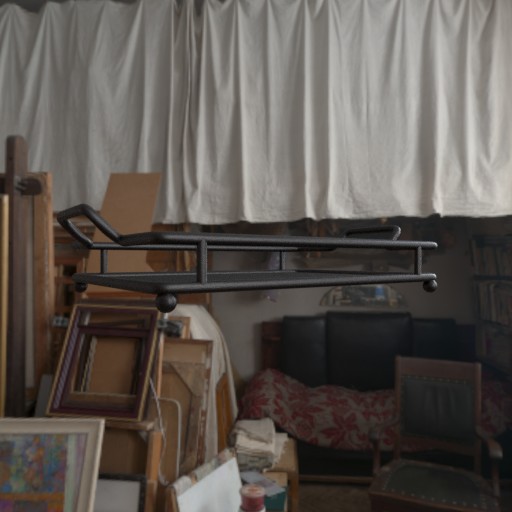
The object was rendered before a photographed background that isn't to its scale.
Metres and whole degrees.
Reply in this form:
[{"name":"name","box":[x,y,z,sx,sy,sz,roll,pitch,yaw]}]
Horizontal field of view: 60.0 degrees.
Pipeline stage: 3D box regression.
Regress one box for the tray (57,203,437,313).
[{"name":"tray","box":[0.000,0.000,0.612,0.495,0.101,0.297,0,0,-36]}]
